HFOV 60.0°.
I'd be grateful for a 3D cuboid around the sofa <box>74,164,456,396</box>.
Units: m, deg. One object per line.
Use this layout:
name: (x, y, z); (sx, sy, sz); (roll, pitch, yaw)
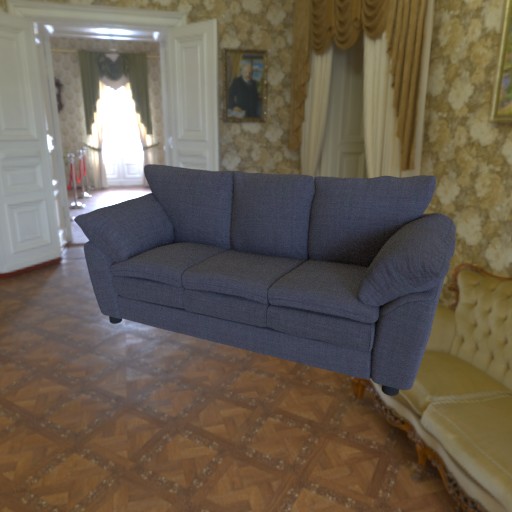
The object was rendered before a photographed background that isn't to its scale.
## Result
sofa: (0.000, 0.000, 2.876); (2.336, 1.080, 0.883); (8, 18, 26)
